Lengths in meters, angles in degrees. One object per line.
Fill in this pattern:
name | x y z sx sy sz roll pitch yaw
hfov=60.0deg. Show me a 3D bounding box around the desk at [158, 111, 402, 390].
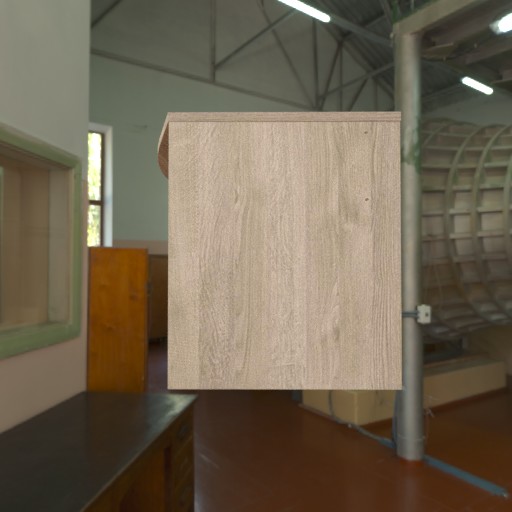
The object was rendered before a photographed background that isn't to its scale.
desk | 0.000 0.000 2.000 0.802 0.752 1.600 0 -1 0
